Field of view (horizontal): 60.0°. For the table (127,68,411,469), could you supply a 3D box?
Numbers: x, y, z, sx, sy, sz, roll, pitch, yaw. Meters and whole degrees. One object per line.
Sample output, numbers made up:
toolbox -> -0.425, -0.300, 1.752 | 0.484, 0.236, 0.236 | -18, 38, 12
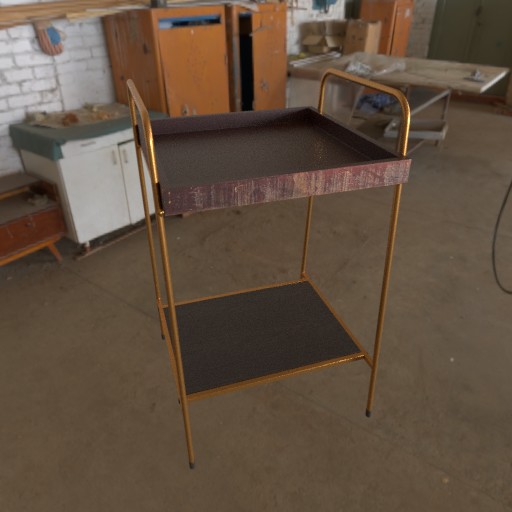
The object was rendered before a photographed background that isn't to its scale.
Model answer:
table -> 0.000, 0.000, 0.966 | 0.430, 0.710, 0.430 | -10, 33, -15
